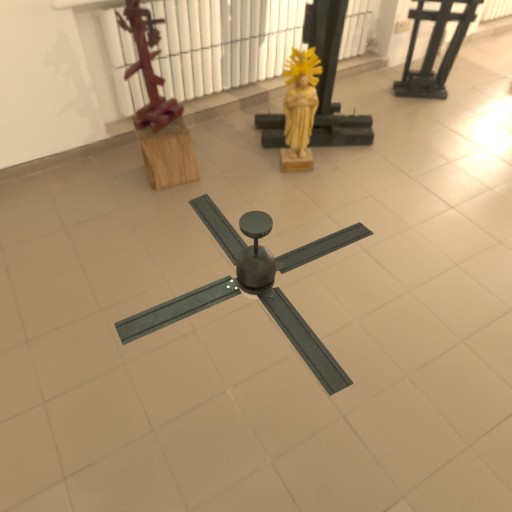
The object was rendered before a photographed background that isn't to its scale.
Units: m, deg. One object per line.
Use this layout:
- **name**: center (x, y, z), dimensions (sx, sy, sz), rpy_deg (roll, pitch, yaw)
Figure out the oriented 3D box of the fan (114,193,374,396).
- **fan**: center (0.000, 0.000, 1.973), dimensions (1.319, 0.410, 1.319), rpy_deg (-24, 51, -21)
